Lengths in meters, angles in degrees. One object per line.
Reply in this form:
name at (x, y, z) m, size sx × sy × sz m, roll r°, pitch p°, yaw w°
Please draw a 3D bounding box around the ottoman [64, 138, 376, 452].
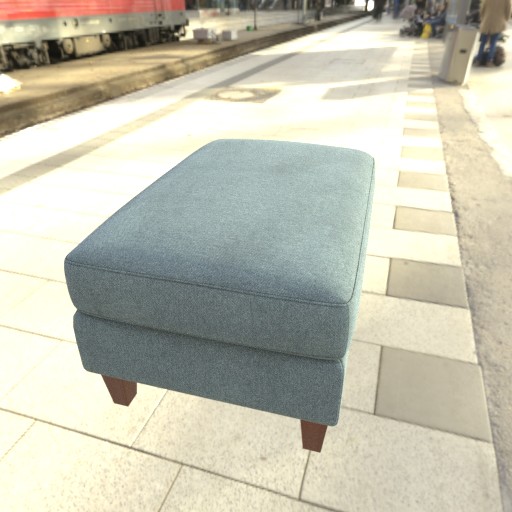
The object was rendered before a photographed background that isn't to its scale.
ottoman at (0.000, 0.000, 1.225) m, size 0.584 × 0.483 × 0.864 m, roll 8°, pitch 31°, yaw 13°
